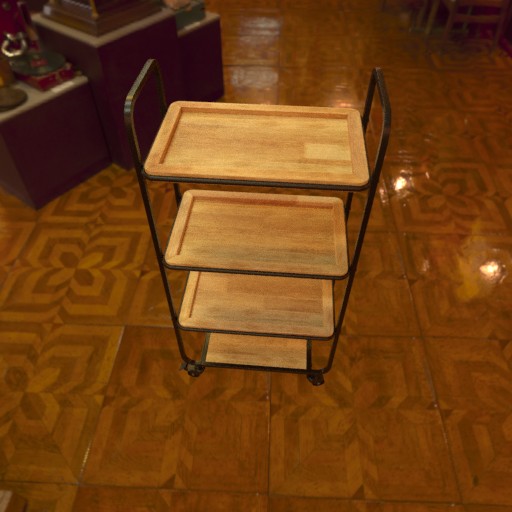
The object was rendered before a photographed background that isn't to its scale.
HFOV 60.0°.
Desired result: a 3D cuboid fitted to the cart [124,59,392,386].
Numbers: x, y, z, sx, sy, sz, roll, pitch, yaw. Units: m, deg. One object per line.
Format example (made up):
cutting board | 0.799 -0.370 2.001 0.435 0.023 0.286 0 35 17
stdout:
cart | 0.000 0.000 1.326 0.545 1.080 0.321 4 47 3
